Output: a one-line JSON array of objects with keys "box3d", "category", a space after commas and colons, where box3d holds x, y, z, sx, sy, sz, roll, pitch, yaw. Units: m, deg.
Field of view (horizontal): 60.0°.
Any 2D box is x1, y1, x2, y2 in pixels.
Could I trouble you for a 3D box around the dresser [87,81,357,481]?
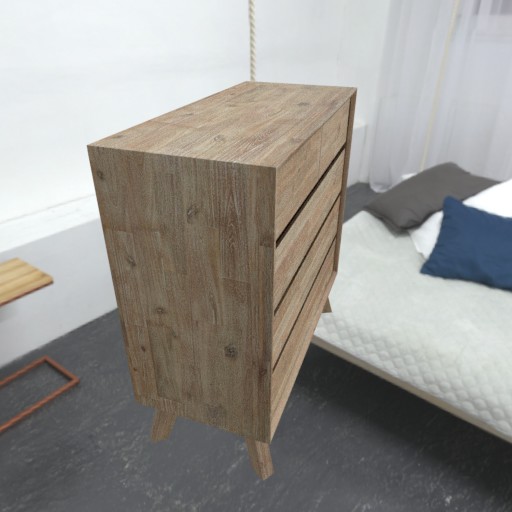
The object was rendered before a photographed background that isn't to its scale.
[{"box3d": [0.000, 0.000, 1.602, 0.455, 1.029, 0.998, 10, 31, 17], "category": "dresser"}]
